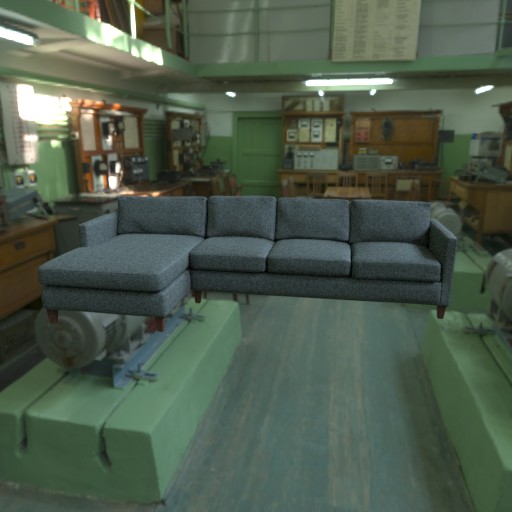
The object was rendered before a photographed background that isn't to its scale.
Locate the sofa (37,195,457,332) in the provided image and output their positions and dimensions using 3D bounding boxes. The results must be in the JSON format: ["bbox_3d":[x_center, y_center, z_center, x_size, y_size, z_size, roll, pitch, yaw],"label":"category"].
[{"bbox_3d":[0.000,0.000,4.142,3.485,0.960,1.635,3,16,9],"label":"sofa"}]
